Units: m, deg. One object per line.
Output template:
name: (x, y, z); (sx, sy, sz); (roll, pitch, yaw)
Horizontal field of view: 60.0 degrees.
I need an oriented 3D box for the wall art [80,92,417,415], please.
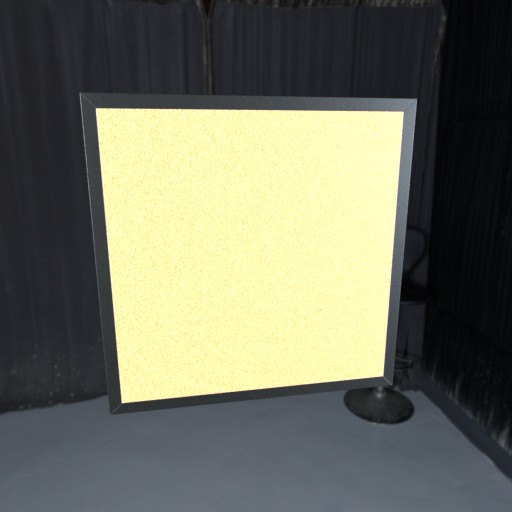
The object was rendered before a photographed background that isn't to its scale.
wall art: (0.000, 0.000, 0.449); (0.304, 0.304, 0.038); (-3, 15, -10)
